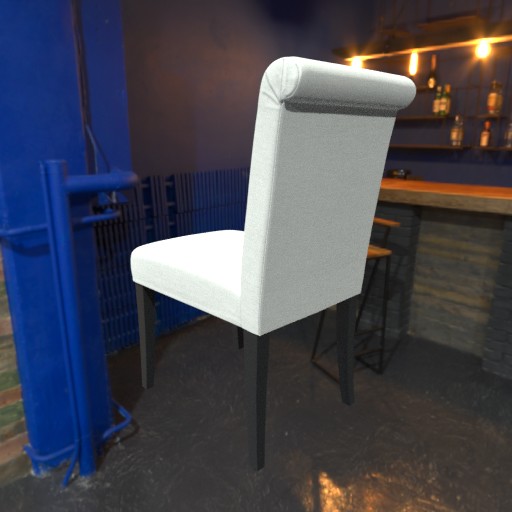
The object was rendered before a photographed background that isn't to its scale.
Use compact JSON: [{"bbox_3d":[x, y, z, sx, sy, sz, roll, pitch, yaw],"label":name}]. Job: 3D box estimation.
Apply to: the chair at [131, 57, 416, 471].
[{"bbox_3d":[0.000,0.000,1.314,0.452,0.976,0.708,-14,21,-42],"label":"chair"}]
